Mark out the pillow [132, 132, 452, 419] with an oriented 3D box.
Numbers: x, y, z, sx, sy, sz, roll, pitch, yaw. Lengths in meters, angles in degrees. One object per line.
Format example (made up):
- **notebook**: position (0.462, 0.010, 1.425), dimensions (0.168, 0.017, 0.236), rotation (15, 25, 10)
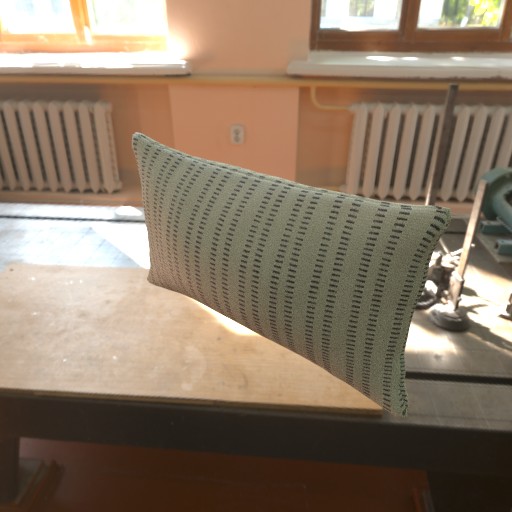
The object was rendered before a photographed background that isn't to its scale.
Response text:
- **pillow**: position (0.000, 0.000, 0.802), dimensions (0.640, 0.353, 0.210), rotation (22, 35, 34)
